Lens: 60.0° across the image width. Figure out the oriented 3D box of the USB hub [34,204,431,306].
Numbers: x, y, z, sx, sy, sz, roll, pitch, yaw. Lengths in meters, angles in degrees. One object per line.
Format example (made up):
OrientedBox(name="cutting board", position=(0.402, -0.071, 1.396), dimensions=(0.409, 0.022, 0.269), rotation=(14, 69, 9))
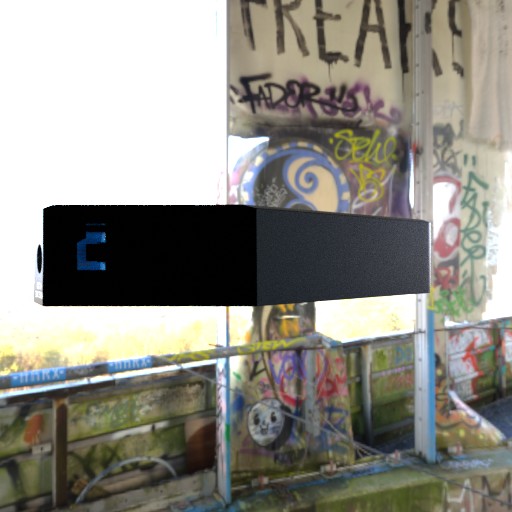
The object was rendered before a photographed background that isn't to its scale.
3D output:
OrientedBox(name="USB hub", position=(0.000, 0.000, 0.127), dimensions=(0.110, 0.023, 0.044), rotation=(0, 0, -36))
